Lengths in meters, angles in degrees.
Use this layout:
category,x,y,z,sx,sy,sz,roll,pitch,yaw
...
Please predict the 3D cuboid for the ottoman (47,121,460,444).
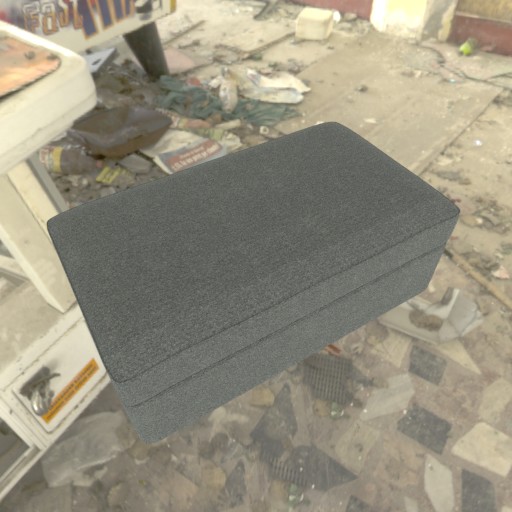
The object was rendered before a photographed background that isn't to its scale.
category,x,y,z,sx,sy,sz,roll,pitch,yaw
ottoman,0.000,0.000,1.549,1.173,0.494,0.681,-24,51,-21
